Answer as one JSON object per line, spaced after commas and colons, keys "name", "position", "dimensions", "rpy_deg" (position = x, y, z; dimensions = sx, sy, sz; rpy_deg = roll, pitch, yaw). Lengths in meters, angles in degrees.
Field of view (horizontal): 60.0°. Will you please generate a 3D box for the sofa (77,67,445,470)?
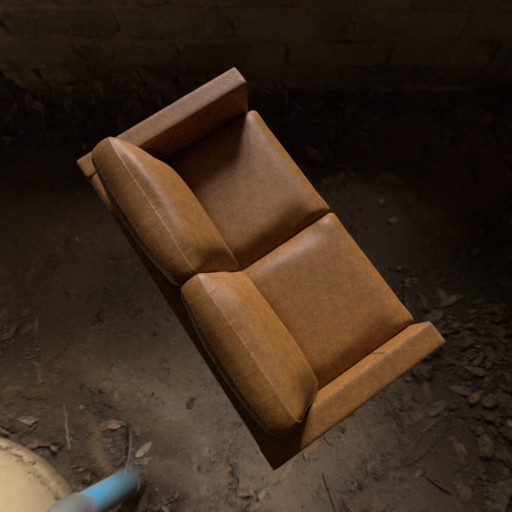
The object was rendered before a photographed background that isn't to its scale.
{"name": "sofa", "position": [0.000, 0.000, 2.123], "dimensions": [0.909, 0.951, 1.578], "rpy_deg": [-34, 79, -7]}
